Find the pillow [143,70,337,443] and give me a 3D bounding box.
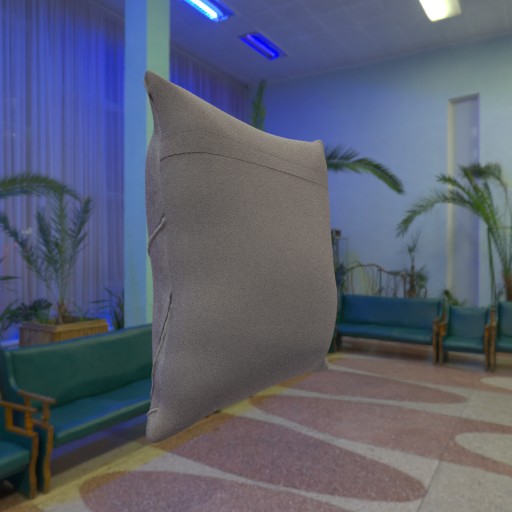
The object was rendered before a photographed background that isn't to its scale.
[{"bbox_3d":[0.000,0.000,0.683,0.185,0.440,0.439,0,0,36],"label":"pillow"}]
